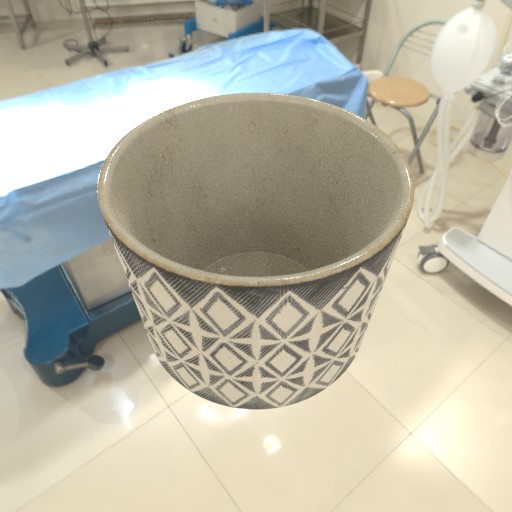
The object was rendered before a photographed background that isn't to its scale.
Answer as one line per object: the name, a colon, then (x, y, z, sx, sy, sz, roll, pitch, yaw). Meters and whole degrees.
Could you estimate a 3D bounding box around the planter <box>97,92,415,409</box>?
planter: (0.000, 0.000, 0.335, 0.192, 0.165, 0.192, 0, 47, 0)
